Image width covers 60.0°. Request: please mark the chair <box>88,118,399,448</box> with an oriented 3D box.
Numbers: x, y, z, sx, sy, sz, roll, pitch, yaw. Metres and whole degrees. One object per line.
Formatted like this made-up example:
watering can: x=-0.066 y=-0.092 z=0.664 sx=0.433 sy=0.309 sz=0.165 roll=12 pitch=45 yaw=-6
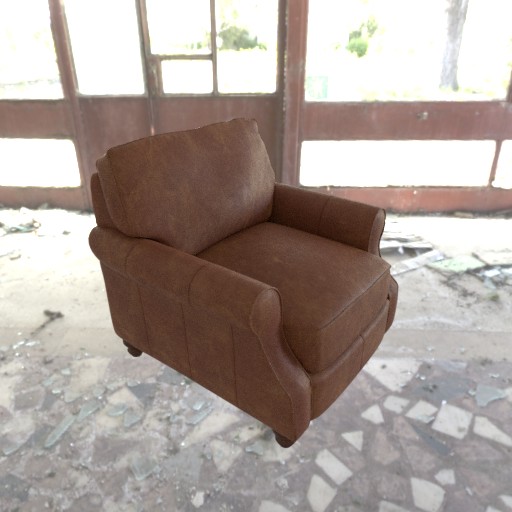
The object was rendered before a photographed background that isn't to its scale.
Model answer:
chair: x=0.000 y=0.000 z=1.798 sx=0.986 sy=0.962 sz=0.983 roll=19 pitch=32 yaw=33
